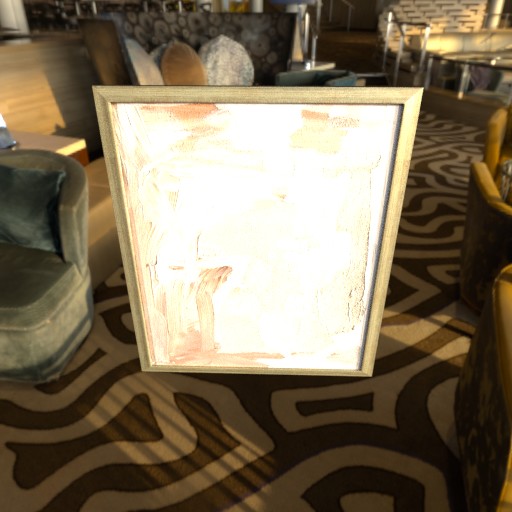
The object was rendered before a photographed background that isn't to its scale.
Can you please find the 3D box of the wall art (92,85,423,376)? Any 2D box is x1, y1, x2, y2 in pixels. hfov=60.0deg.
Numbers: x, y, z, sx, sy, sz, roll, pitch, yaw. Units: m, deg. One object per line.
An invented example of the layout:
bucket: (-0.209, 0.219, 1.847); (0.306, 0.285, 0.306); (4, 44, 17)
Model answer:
wall art: (0.000, 0.000, 0.912); (0.559, 0.660, 0.018); (1, 30, 2)
